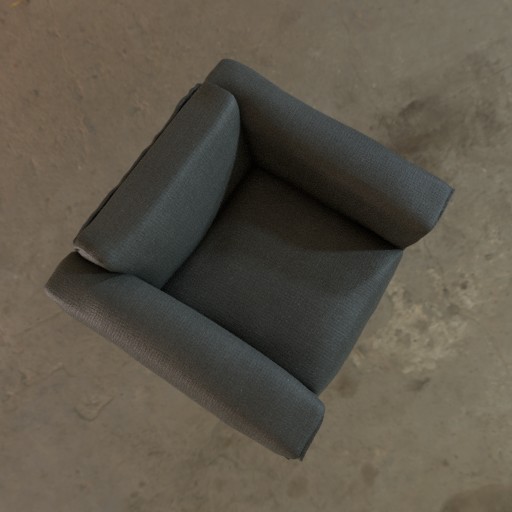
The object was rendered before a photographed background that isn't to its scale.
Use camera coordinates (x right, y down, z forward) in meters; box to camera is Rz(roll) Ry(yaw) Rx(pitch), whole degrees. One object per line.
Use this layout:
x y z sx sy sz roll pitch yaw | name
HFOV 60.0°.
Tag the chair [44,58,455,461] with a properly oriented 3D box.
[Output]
0.000 0.000 1.651 0.969 0.646 1.056 32 78 8 | chair
